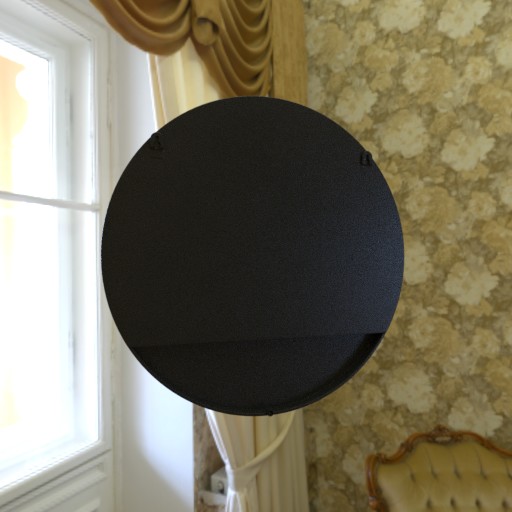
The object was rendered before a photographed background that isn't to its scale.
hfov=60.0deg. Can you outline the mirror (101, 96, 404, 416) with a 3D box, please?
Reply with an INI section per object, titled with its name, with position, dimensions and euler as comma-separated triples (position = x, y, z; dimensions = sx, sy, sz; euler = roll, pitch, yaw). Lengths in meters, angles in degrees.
[mirror]
position = 0.000, 0.000, 0.695
dimensions = 0.457, 0.457, 0.133
euler = 0, -1, -18
